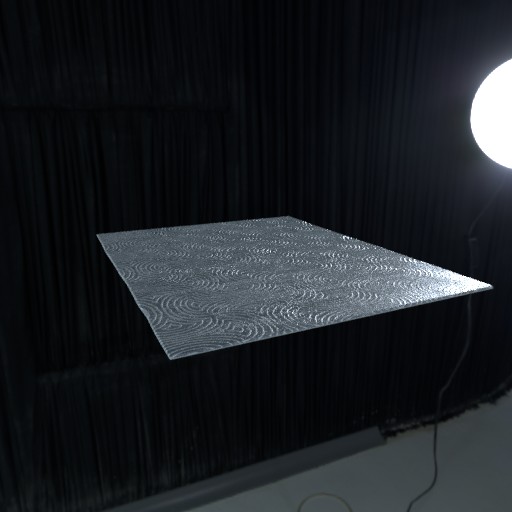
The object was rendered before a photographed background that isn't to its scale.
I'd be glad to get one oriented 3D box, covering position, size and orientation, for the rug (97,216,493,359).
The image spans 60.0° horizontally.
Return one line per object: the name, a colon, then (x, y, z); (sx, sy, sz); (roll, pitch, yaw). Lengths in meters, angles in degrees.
rug: (0.000, 0.000, 4.087); (2.456, 0.021, 3.042); (-8, 18, -25)
